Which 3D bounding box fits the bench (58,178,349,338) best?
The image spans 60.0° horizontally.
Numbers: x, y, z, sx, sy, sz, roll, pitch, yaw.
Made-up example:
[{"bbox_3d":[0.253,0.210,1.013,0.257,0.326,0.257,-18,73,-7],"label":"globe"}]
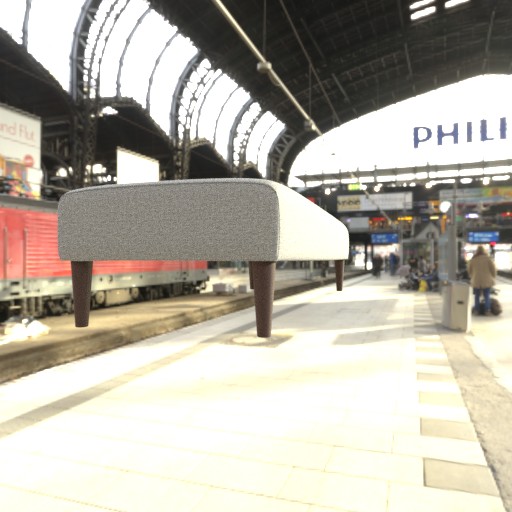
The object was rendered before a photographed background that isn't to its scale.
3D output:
[{"bbox_3d":[0.000,0.000,1.824,0.631,0.383,1.598,0,0,17],"label":"bench"}]
